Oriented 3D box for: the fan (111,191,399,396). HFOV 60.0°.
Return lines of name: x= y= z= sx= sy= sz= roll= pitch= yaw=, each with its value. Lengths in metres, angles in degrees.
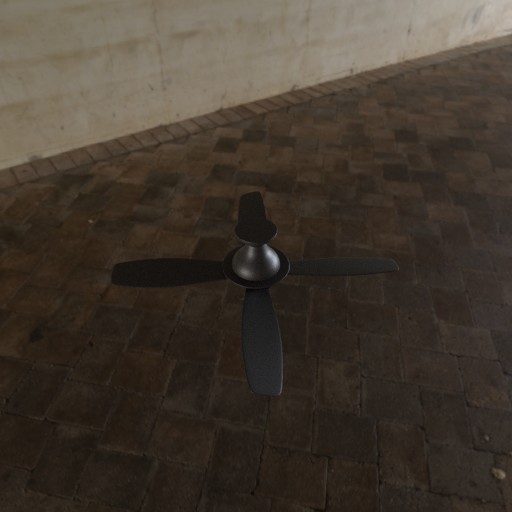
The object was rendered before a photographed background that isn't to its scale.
fan: x=0.000 y=0.000 z=2.566 sx=1.694 sy=0.382 sz=1.694 roll=-2 pitch=40 yaw=-2
